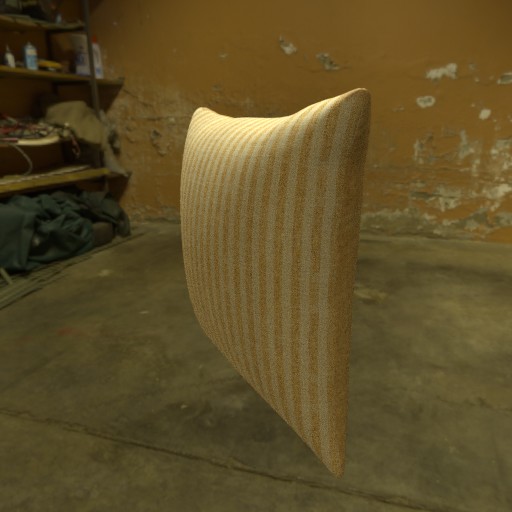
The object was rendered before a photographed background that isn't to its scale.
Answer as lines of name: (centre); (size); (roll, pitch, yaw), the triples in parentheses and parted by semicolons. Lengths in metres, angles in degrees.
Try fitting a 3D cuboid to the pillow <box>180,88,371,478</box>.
pillow: (0.000, 0.000, 0.615); (0.173, 0.407, 0.419); (-8, 18, -26)
